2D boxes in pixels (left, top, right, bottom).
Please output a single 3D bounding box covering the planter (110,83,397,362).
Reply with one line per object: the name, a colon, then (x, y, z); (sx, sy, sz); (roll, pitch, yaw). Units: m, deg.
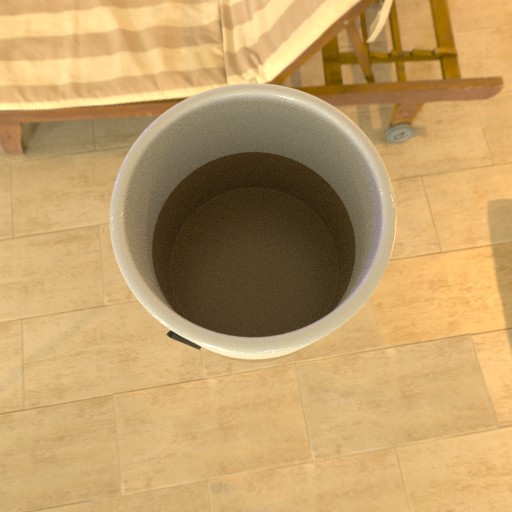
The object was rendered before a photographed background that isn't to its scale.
planter: (0.000, 0.000, 0.669); (0.310, 0.432, 0.310); (-3, 75, -1)
